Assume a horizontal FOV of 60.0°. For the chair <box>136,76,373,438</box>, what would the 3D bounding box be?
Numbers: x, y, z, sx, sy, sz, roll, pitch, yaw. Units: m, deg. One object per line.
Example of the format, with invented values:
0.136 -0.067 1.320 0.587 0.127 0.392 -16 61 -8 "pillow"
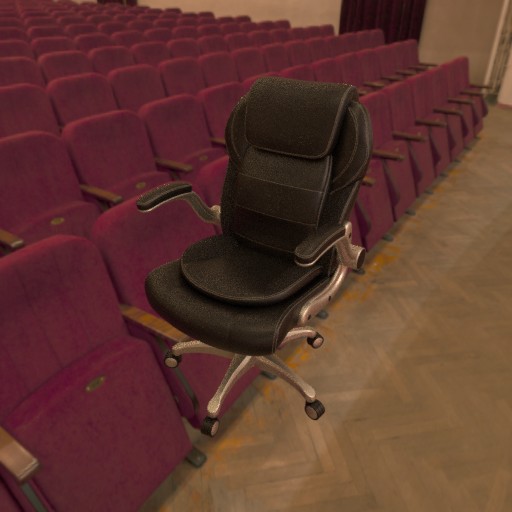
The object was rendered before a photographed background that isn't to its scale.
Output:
0.000 0.000 1.643 0.724 1.141 0.801 19 35 29 "chair"
